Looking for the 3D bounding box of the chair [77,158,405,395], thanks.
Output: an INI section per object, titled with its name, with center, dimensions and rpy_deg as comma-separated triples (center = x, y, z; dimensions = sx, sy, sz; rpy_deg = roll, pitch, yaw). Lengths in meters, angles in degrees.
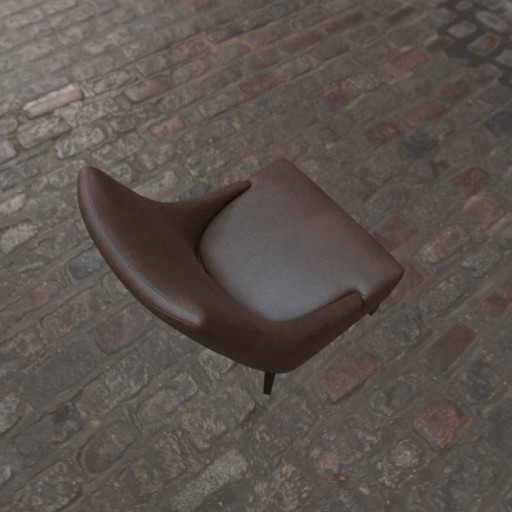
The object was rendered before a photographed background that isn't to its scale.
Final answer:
[chair]
center = 0.000, 0.000, 1.506
dimensions = 0.861, 0.909, 0.701
rpy_deg = -34, 65, -18
